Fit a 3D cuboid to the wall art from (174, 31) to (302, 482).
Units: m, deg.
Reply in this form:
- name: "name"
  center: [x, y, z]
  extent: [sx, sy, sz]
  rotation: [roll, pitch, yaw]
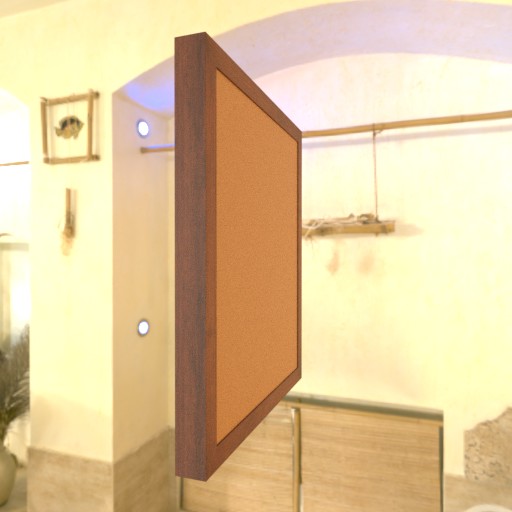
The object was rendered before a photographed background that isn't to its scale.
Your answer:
- name: "wall art"
  center: [0.000, 0.000, 0.535]
  extent: [0.030, 0.381, 0.330]
  rotation: [0, 1, 20]
